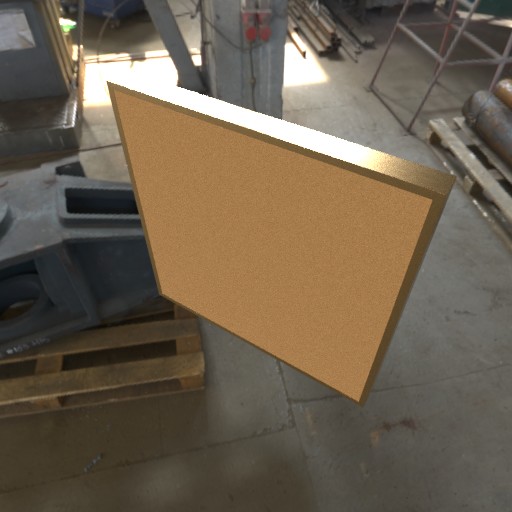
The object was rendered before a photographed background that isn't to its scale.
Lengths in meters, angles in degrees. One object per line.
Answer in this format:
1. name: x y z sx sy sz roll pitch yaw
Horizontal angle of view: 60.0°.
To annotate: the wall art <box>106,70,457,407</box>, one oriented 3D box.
1. wall art: 0.000 0.000 0.763 0.509 0.509 0.040 25 51 22
